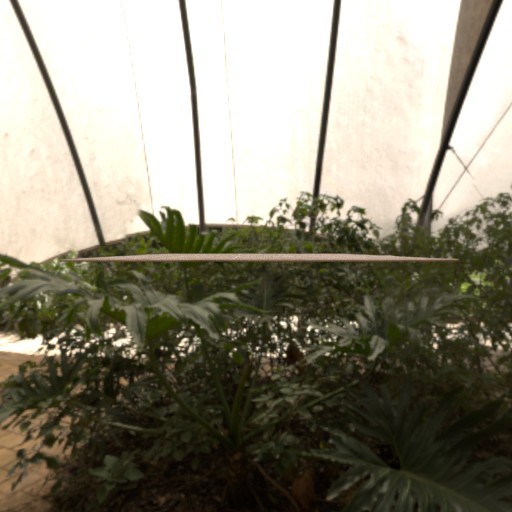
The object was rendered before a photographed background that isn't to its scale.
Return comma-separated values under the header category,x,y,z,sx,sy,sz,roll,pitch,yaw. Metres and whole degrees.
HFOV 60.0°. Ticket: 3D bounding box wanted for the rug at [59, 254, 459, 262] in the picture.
category,x,y,z,sx,sy,sz,roll,pitch,yaw
rug,0.000,0.000,4.371,2.449,0.019,3.357,0,1,-1
